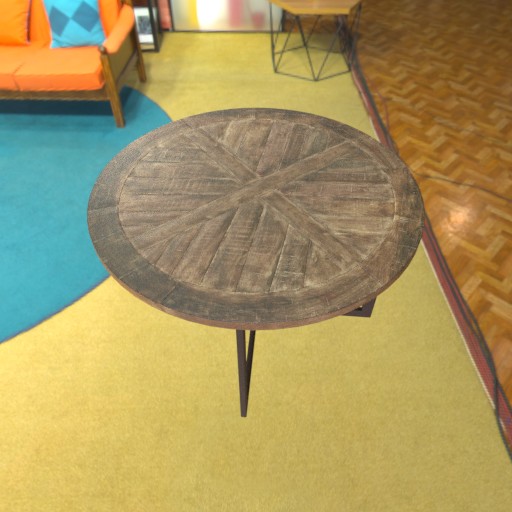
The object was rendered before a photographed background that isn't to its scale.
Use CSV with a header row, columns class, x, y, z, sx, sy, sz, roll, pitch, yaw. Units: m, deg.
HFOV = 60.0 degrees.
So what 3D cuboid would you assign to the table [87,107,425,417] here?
class,x,y,z,sx,sy,sz,roll,pitch,yaw
table,0.000,0.000,1.986,1.264,0.762,1.264,0,46,0
